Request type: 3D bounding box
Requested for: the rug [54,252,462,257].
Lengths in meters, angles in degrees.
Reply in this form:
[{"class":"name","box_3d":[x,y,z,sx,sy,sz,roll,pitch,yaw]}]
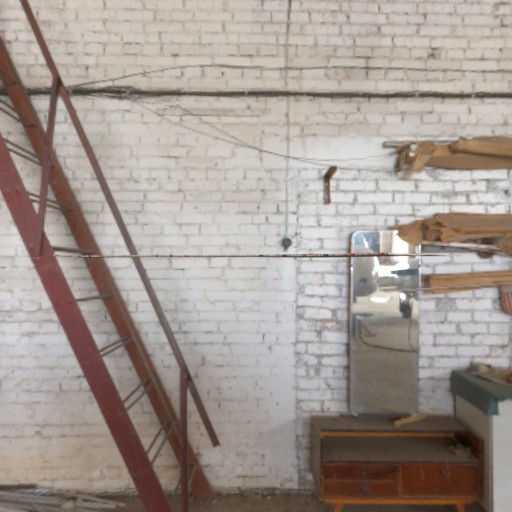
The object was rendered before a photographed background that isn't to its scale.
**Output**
[{"class":"rug","box_3d":[0.000,0.000,2.378,1.835,0.017,1.220,0,0,35]}]
